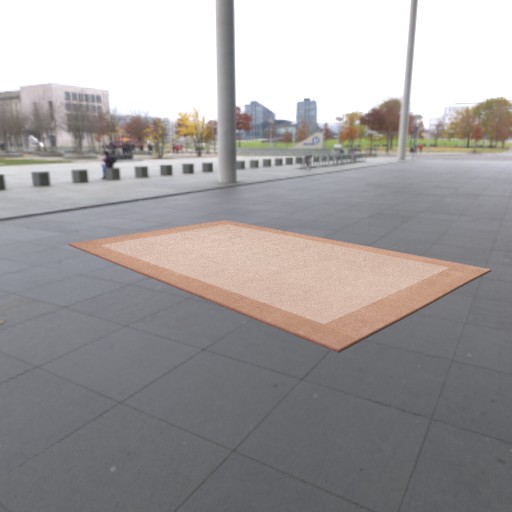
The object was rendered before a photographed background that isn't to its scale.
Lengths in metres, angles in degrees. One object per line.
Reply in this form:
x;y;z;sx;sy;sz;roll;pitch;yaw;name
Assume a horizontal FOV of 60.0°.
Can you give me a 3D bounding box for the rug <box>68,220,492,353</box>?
0.000;0.000;2.957;1.524;0.014;2.438;-13;20;-42;rug
